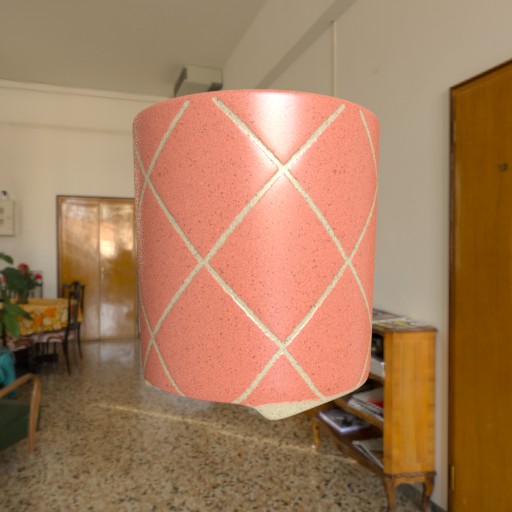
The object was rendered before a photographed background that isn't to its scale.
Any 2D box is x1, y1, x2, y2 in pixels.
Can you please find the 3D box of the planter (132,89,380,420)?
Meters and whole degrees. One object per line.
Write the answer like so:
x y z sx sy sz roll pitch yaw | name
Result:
0.000 0.000 0.356 0.191 0.200 0.191 0 1 0 | planter
